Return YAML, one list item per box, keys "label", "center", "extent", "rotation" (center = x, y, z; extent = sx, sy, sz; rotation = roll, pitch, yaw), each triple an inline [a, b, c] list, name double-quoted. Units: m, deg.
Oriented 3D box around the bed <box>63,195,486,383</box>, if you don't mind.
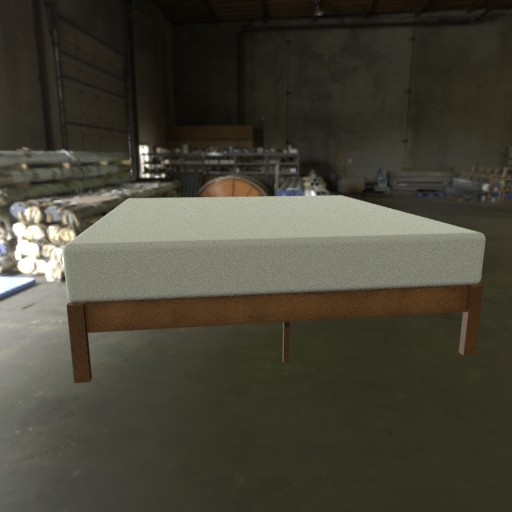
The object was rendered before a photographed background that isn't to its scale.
- label: "bed"
  center: [0.000, 0.000, 3.003]
  extent: [1.930, 0.616, 2.049]
  rotation: [-2, 13, -8]
